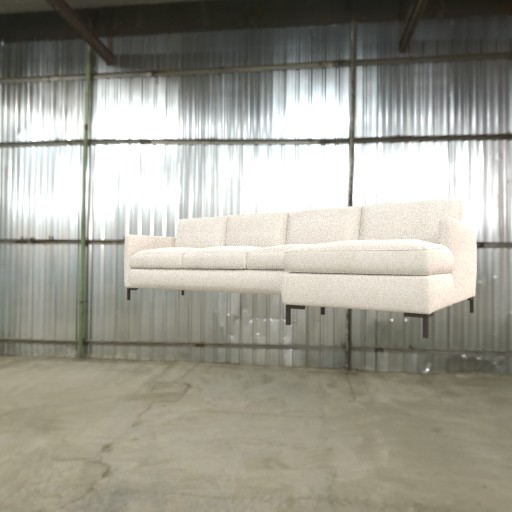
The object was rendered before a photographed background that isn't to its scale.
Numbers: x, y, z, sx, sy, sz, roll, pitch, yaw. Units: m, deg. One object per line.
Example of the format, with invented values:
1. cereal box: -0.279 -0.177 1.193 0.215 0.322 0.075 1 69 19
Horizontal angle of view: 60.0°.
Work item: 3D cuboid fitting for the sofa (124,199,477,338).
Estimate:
1. sofa: 0.000 0.000 2.856 2.445 0.677 1.126 -1 -1 35
